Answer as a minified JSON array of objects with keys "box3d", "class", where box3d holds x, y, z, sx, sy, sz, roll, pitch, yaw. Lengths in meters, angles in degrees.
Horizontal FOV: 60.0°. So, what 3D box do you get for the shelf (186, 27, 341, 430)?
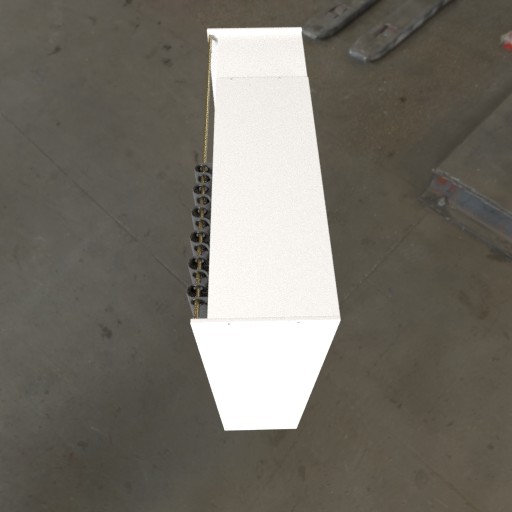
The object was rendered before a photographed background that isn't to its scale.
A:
[{"box3d":[0.000,0.000,2.594,0.500,1.810,1.600,-1,59,-1],"class":"shelf"}]
